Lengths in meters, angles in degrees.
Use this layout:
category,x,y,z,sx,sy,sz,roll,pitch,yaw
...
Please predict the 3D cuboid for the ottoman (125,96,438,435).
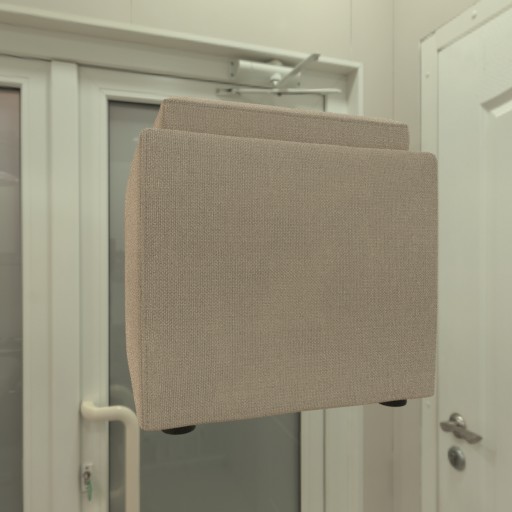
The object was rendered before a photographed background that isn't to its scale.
category,x,y,z,sx,sy,sz,roll,pitch,yaw
ottoman,0.000,0.000,0.806,0.450,0.460,0.451,0,0,-18
